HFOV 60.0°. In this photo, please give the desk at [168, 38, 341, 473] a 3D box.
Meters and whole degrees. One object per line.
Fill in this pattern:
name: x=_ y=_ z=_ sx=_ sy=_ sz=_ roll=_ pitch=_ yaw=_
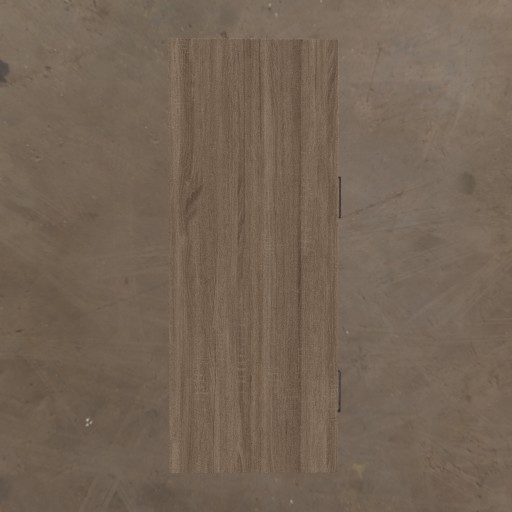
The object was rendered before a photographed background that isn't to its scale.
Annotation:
desk: x=0.000 y=0.000 z=2.116 sx=0.690 sy=0.760 sz=1.700 roll=0 pitch=91 yaw=-1
